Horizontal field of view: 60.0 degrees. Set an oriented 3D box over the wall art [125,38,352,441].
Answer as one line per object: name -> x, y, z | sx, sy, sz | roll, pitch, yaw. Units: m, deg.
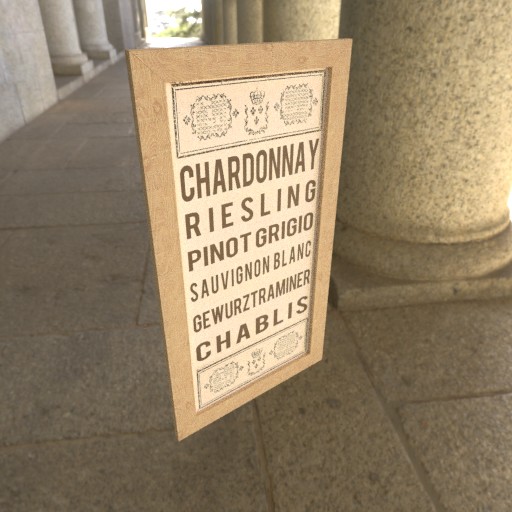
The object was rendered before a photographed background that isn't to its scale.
wall art -> 0.000, 0.000, 0.789 | 0.381, 0.683, 0.013 | -20, 35, -32
